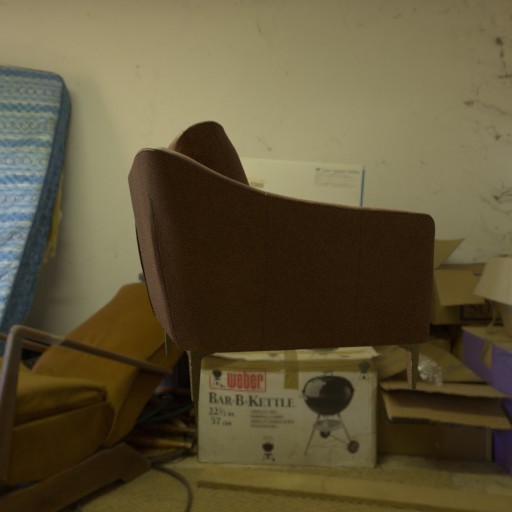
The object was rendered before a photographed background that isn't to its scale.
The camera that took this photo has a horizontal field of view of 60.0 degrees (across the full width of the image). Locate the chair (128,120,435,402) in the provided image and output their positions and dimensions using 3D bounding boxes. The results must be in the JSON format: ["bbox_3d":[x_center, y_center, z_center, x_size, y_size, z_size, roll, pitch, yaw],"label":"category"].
[{"bbox_3d":[0.000,0.000,1.779,0.963,0.895,0.988,-1,2,-19],"label":"chair"}]
